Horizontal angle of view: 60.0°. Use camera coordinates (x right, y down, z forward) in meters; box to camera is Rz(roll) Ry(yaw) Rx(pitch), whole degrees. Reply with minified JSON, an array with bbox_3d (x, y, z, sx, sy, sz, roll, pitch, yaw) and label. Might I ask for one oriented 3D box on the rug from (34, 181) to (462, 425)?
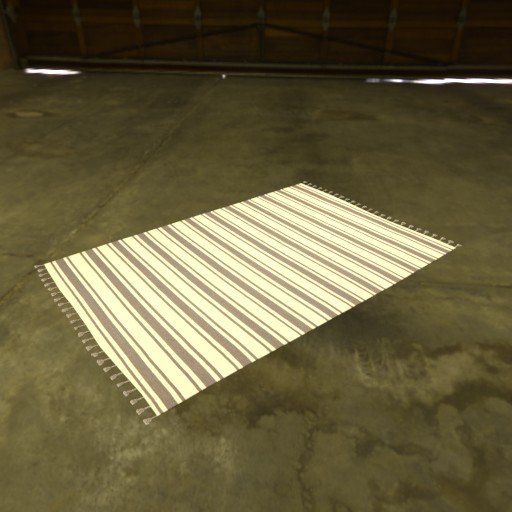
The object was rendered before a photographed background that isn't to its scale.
[{"bbox_3d":[0.000,0.000,2.954,2.425,0.014,1.563,-22,37,-32],"label":"rug"}]
